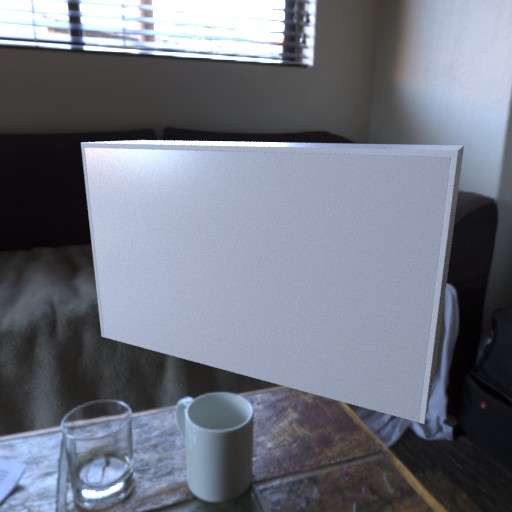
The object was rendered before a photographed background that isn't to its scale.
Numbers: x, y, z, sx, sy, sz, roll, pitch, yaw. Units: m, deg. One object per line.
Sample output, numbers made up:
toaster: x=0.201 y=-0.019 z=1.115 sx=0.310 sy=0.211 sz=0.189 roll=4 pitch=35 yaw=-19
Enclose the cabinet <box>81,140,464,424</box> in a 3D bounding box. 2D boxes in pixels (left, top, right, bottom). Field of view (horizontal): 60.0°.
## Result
cabinet: x=0.000 y=0.000 z=1.835 sx=1.450 sy=0.900 sz=0.380 roll=8 pitch=18 yaw=25
